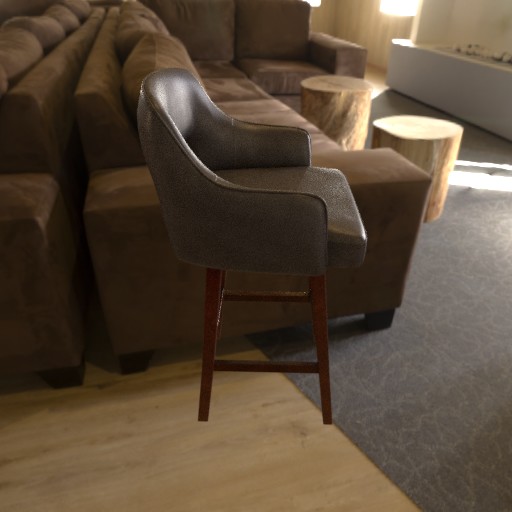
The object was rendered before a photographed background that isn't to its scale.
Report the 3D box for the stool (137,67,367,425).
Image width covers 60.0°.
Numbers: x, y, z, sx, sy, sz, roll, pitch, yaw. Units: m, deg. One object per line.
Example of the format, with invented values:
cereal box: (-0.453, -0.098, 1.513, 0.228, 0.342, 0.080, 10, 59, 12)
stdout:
stool: (0.000, 0.000, 1.360, 0.560, 1.041, 0.550, 1, 32, 1)
